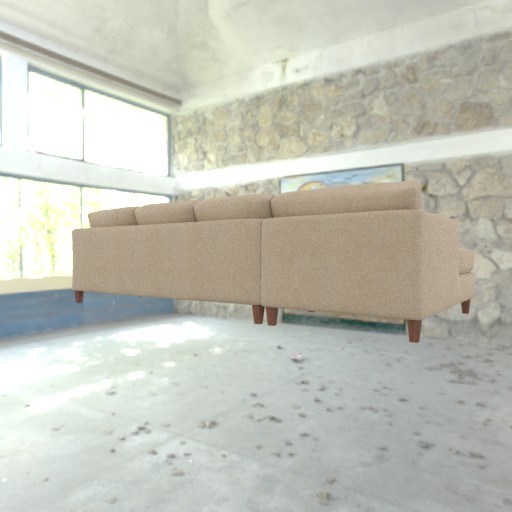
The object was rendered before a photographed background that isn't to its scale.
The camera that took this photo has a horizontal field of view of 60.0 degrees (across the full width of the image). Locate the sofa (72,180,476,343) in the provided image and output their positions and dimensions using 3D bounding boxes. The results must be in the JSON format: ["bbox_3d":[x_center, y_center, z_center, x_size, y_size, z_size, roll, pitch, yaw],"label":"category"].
[{"bbox_3d":[0.000,0.000,3.766,3.201,0.876,1.502,0,1,36],"label":"sofa"}]
